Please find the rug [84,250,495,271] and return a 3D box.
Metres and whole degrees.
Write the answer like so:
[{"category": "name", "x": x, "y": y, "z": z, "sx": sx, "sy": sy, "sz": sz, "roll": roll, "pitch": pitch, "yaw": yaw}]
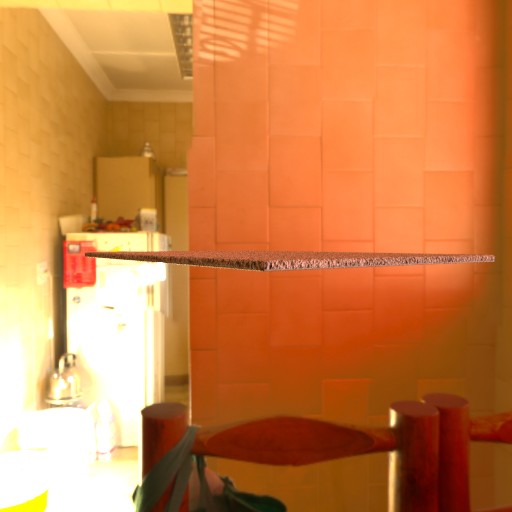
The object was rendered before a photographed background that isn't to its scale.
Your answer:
[{"category": "rug", "x": 0.000, "y": 0.000, "z": 2.233, "sx": 1.219, "sy": 0.030, "sz": 1.778, "roll": -1, "pitch": 2, "yaw": -35}]
